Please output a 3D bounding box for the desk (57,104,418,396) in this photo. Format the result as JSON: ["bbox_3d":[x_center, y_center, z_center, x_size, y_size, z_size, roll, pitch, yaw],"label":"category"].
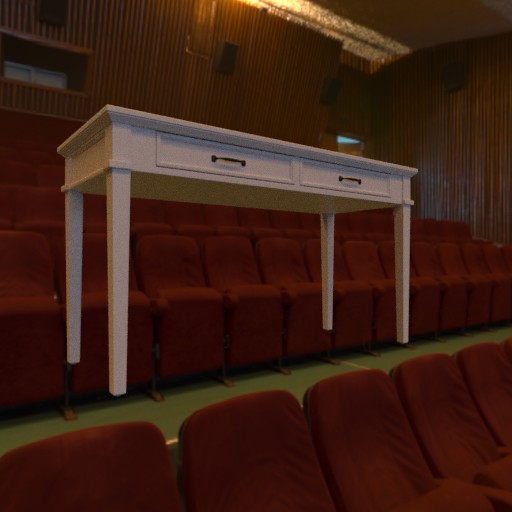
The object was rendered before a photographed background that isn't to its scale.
[{"bbox_3d":[0.000,0.000,1.778,1.372,0.774,0.559,0,-1,-36],"label":"desk"}]
